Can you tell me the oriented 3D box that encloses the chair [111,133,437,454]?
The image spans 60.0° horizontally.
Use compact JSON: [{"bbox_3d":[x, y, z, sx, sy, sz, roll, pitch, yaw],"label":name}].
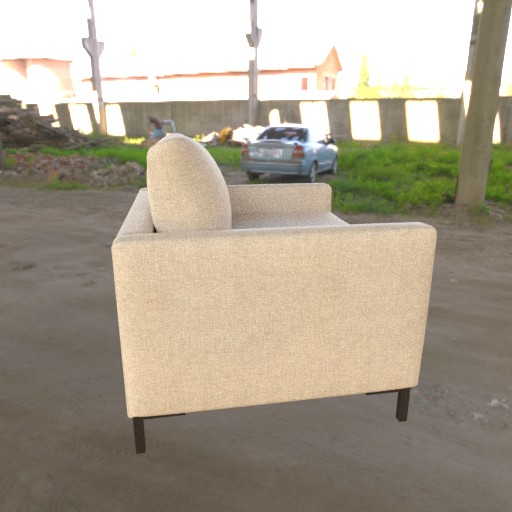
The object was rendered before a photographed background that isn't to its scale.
[{"bbox_3d":[0.000,0.000,1.606,0.866,0.861,0.963,-3,17,-10],"label":"chair"}]
